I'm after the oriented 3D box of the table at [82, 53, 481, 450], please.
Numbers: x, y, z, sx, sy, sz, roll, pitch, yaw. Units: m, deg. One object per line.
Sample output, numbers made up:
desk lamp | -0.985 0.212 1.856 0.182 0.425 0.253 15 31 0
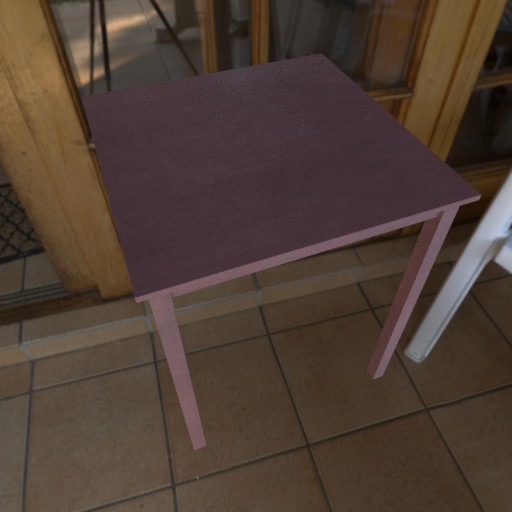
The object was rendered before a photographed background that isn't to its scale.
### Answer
table | 0.000 0.000 1.627 0.861 0.991 0.861 -16 50 -14
